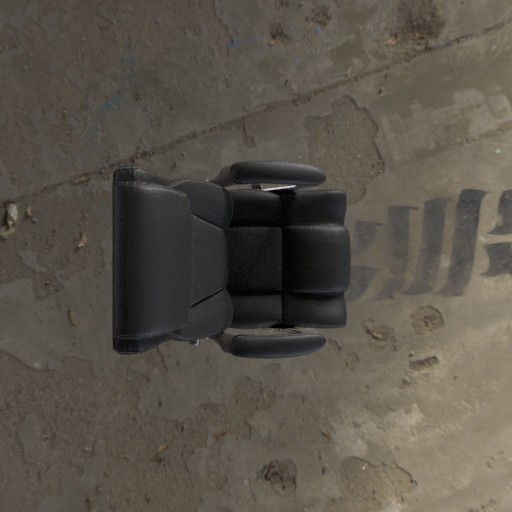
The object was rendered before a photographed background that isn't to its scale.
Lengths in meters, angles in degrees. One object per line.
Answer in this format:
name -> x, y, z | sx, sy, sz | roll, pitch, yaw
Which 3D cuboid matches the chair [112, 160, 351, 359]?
chair -> 0.000, 0.000, 1.686 | 0.784, 1.167, 0.741 | 0, 90, -1
